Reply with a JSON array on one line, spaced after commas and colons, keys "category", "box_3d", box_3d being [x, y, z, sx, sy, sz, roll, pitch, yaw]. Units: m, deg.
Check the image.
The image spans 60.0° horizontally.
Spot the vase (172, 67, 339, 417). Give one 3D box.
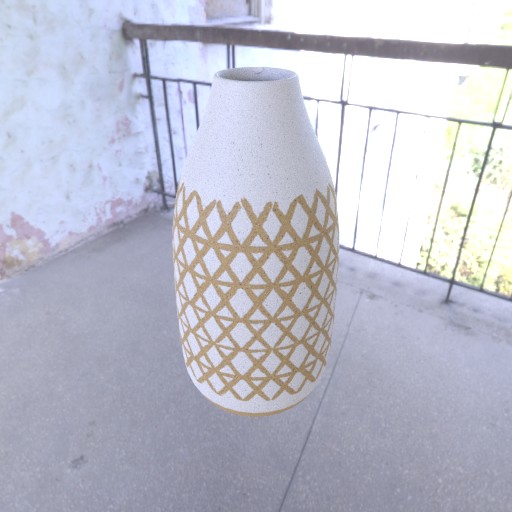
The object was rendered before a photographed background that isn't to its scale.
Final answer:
[{"category": "vase", "box_3d": [0.000, 0.000, 0.492, 0.186, 0.380, 0.186, 0, 32, 0]}]
